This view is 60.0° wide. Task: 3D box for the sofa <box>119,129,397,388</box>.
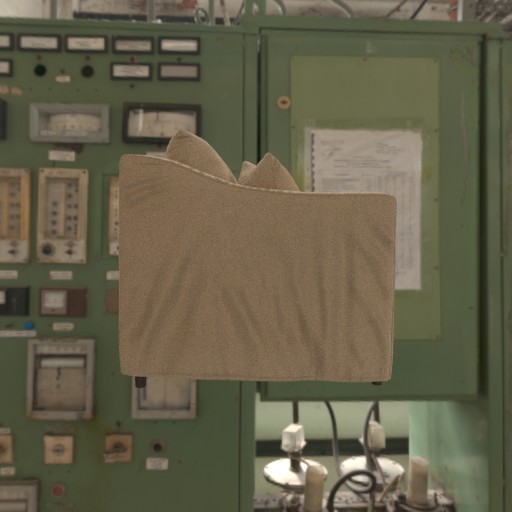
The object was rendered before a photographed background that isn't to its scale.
[{"bbox_3d":[0.000,0.000,2.626,1.072,1.018,2.010,0,0,-1],"label":"sofa"}]
